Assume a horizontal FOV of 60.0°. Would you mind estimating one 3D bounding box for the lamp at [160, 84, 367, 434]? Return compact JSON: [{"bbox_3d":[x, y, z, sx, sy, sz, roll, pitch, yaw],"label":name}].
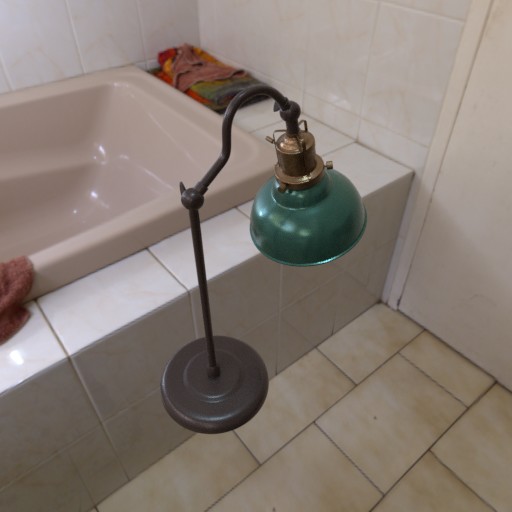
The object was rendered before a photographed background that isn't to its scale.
[{"bbox_3d":[0.000,0.000,0.661,0.374,0.508,0.192,-26,48,-26],"label":"lamp"}]
